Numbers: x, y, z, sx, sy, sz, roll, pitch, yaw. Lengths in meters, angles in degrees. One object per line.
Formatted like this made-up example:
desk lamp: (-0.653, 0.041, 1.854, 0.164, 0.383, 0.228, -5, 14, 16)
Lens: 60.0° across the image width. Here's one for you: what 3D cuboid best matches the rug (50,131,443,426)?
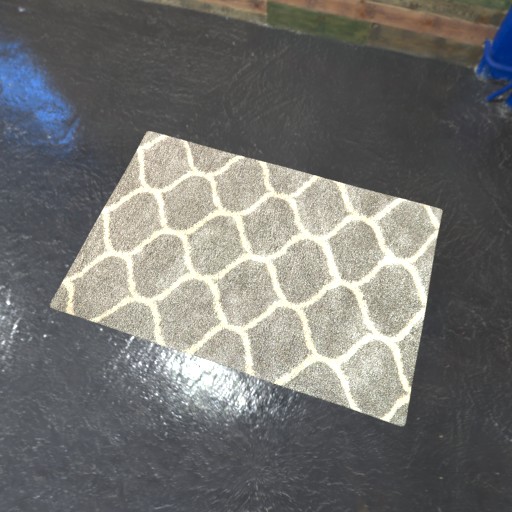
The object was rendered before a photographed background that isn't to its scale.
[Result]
rug: (0.000, 0.000, 3.528, 2.701, 0.026, 1.801, 17, 65, 8)
